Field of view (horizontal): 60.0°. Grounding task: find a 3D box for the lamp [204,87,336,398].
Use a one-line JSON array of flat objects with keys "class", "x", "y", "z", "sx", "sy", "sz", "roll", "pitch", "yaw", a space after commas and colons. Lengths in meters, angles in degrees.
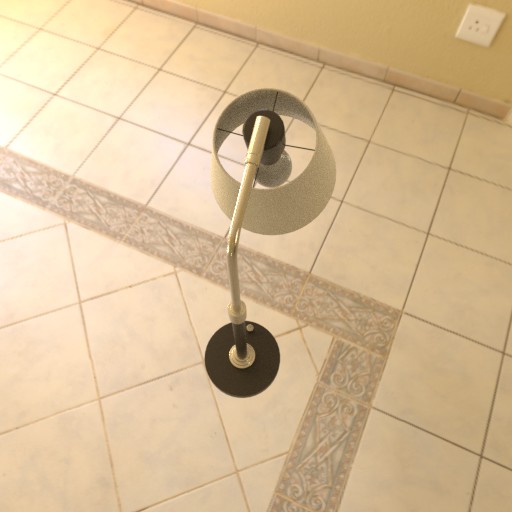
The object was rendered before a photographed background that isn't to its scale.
[{"class": "lamp", "x": 0.000, "y": 0.000, "z": 0.685, "sx": 0.181, "sy": 0.539, "sz": 0.348, "roll": 14, "pitch": 64, "yaw": 7}]
